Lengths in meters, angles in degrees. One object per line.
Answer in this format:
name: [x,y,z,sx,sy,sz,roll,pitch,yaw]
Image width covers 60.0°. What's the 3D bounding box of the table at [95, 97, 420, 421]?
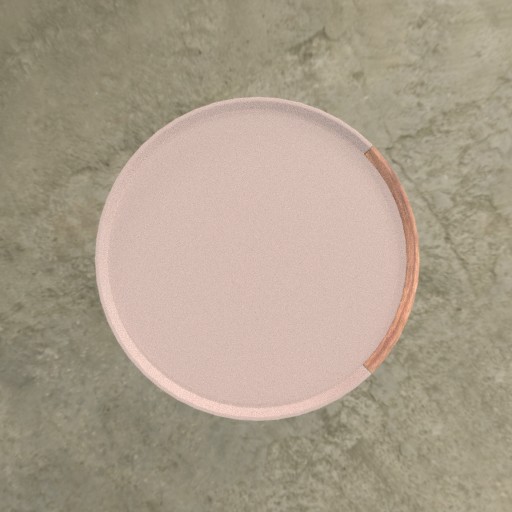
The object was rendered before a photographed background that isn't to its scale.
table: [0.000,0.000,0.875,0.450,0.530,0.450,0,91,0]
